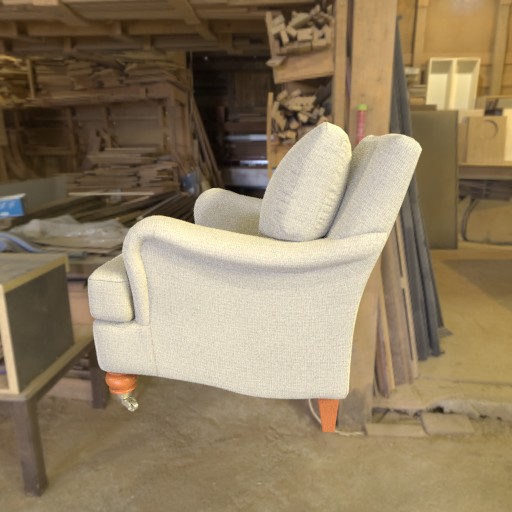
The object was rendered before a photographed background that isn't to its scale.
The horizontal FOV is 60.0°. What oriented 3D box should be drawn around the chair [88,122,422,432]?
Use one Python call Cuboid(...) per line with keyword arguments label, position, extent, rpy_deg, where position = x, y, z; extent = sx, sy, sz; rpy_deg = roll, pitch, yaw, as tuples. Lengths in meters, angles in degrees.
Cuboid(label="chair", position=(0.000, 0.000, 1.835), extent=(1.070, 1.038, 0.955), rpy_deg=(2, 15, 8))
